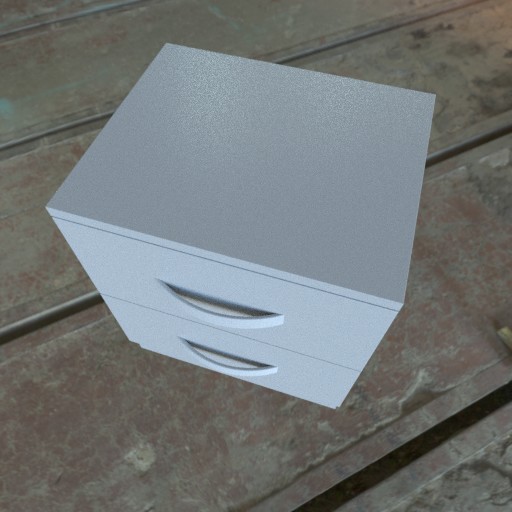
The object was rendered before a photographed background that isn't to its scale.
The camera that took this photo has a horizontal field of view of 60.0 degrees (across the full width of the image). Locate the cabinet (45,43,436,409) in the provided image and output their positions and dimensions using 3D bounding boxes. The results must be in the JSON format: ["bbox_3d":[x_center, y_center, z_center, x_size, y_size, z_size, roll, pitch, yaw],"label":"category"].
[{"bbox_3d":[0.000,0.000,0.742,0.400,0.470,0.360,15,59,9],"label":"cabinet"}]
